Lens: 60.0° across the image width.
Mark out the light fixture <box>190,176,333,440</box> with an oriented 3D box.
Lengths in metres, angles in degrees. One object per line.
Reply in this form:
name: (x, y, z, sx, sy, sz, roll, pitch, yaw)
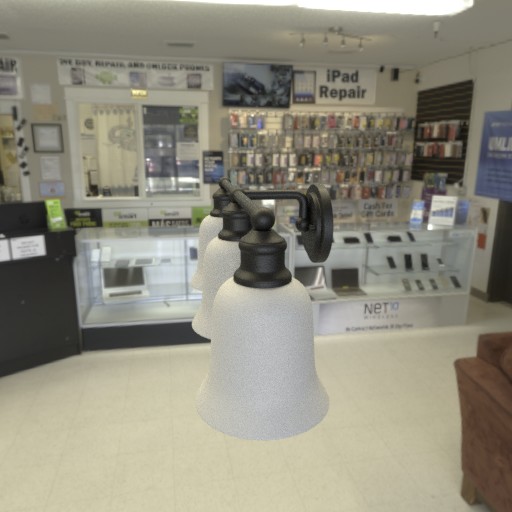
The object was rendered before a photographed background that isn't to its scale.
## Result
light fixture: (0.000, 0.000, 0.665, 0.198, 0.211, 0.570, -2, 14, -9)
